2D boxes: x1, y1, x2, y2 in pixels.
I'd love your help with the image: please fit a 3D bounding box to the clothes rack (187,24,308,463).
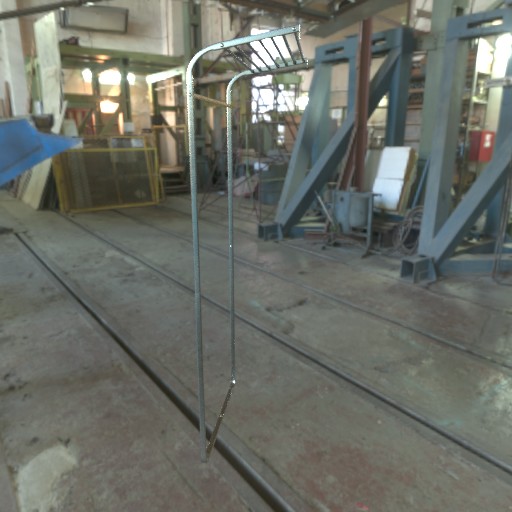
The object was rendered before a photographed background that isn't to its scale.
[{"bbox_3d":[0.000,0.000,1.805,0.349,1.574,0.609,2,16,8],"label":"clothes rack"}]
